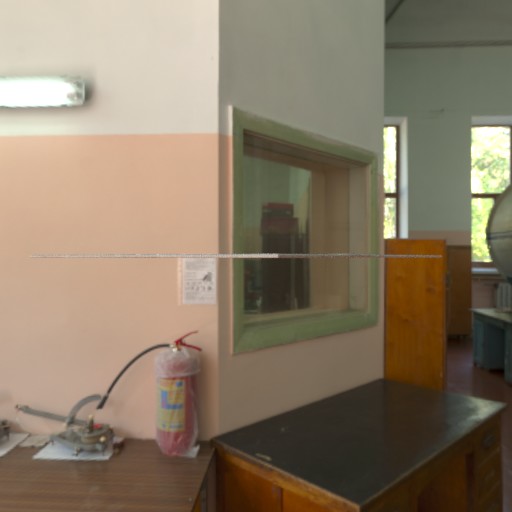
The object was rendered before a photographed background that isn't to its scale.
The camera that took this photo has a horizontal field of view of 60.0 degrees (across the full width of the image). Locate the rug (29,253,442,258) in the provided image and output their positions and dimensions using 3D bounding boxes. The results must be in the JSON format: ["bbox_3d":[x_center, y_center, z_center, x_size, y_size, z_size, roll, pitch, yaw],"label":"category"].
[{"bbox_3d":[0.000,0.000,0.889,0.548,0.006,0.639,0,0,37],"label":"rug"}]
